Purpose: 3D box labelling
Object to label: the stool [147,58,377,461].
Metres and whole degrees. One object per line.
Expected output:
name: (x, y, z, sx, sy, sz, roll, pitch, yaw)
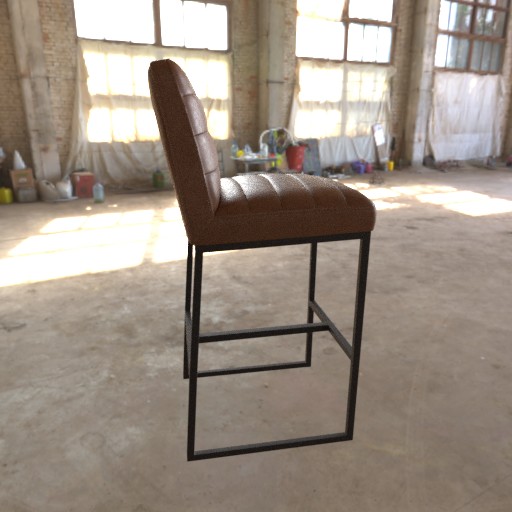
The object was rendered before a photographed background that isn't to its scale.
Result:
stool: (0.000, 0.000, 1.327, 0.556, 1.040, 0.458, -3, 17, -10)
